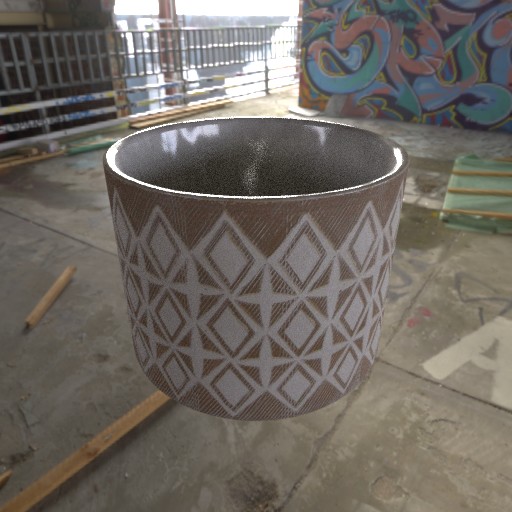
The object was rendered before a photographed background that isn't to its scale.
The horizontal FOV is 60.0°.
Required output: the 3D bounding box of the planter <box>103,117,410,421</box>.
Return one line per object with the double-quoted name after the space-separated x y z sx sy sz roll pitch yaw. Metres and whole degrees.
0.000 0.000 0.330 0.193 0.165 0.193 0 29 0 "planter"
